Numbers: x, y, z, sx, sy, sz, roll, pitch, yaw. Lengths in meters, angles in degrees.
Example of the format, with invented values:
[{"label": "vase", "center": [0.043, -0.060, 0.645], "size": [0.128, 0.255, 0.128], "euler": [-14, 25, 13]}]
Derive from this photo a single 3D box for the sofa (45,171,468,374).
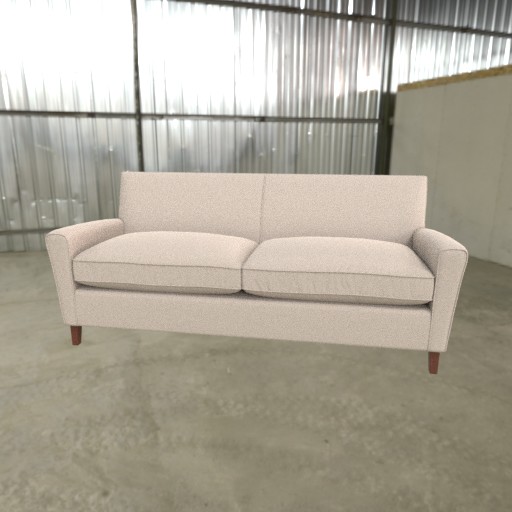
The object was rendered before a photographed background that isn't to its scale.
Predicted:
[{"label": "sofa", "center": [0.000, 0.000, 2.478], "size": [2.000, 0.846, 0.875], "euler": [2, 15, 9]}]
